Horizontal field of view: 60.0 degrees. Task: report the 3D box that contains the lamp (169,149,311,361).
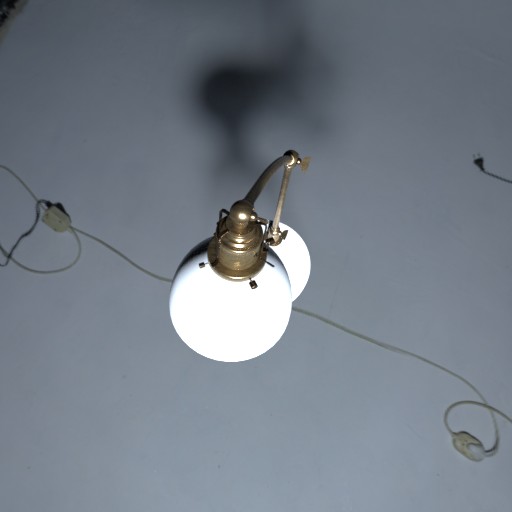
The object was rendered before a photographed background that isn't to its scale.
[{"bbox_3d":[0.000,0.000,0.653,0.186,0.522,0.317,20,77,5],"label":"lamp"}]
